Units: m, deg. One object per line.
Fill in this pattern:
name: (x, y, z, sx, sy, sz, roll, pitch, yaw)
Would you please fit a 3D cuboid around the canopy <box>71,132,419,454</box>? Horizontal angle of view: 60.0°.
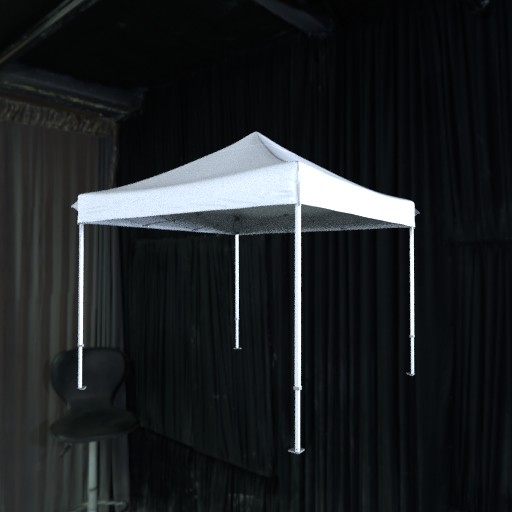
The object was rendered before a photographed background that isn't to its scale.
canopy: (0.000, 0.000, 5.338, 2.994, 2.998, 2.996, 0, -1, 36)
